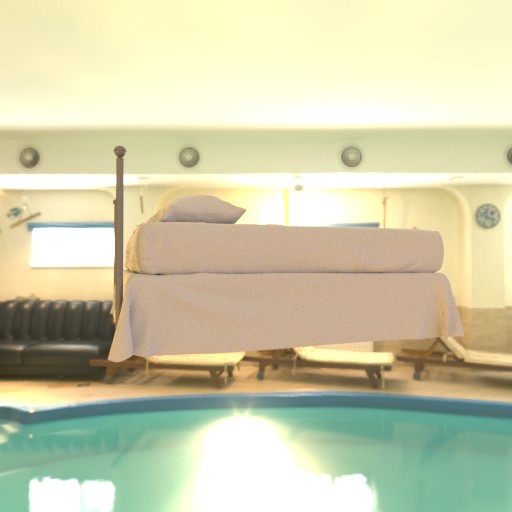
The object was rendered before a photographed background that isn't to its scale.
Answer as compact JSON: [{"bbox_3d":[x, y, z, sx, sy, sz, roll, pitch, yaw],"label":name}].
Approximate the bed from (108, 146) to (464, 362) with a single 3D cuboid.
[{"bbox_3d":[0.000,0.000,3.537,2.220,1.080,2.309,0,-1,-18],"label":"bed"}]
